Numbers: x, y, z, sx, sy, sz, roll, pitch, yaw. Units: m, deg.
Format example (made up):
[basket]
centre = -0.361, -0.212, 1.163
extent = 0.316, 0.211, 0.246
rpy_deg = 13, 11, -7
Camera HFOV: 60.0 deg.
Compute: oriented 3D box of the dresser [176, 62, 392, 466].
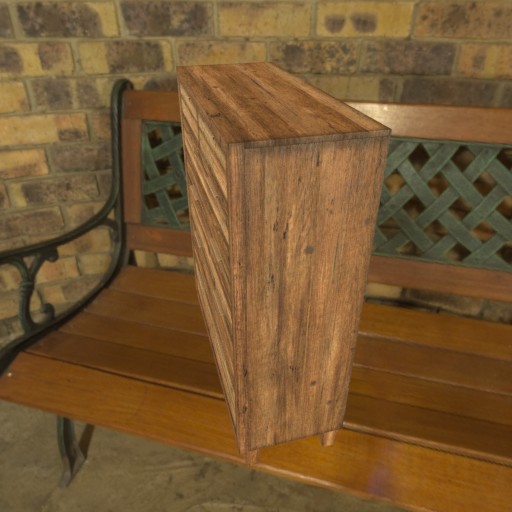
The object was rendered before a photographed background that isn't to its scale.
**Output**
[dresser]
centre = 0.000, 0.000, 1.895
extent = 0.438, 1.359, 1.067
rpy_deg = -8, 34, -13
